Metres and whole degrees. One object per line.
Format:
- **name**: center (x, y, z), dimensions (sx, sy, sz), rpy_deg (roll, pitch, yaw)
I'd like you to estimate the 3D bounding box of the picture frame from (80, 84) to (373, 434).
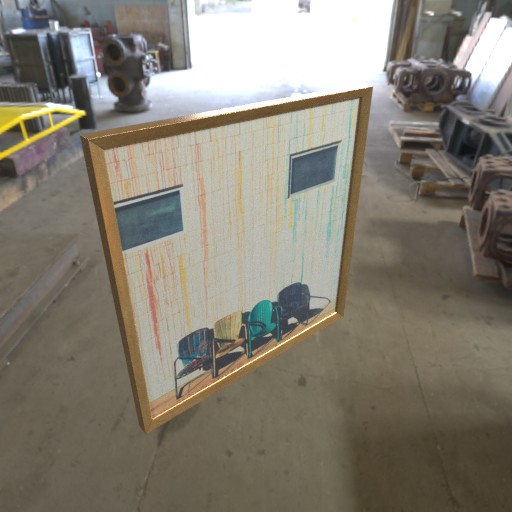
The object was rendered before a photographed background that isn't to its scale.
- **picture frame**: center (0.000, 0.000, 1.156), dimensions (0.758, 0.761, 0.037), rpy_deg (-23, 38, -33)
